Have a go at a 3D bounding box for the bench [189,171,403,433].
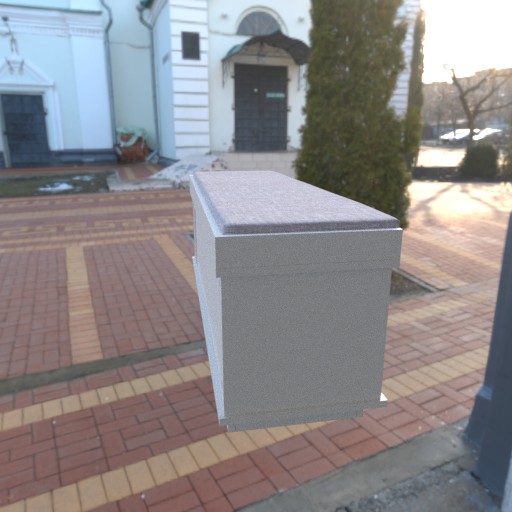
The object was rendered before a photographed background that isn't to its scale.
[{"bbox_3d":[0.000,0.000,1.419,0.363,0.453,1.196,-3,16,-10],"label":"bench"}]
